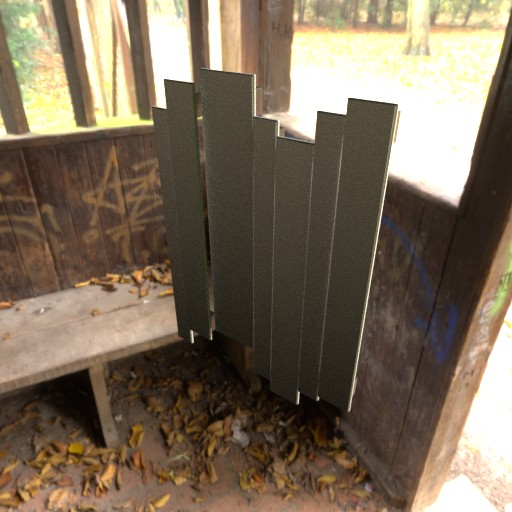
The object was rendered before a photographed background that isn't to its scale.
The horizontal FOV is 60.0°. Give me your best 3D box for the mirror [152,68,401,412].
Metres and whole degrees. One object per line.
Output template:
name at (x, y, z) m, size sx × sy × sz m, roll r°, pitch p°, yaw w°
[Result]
mirror at (0.000, 0.000, 0.799) m, size 0.445 × 0.611 × 0.058 m, roll 20°, pitch 37°, yaw 30°
